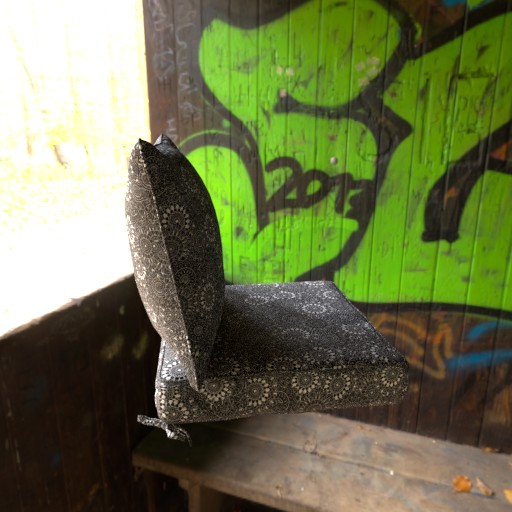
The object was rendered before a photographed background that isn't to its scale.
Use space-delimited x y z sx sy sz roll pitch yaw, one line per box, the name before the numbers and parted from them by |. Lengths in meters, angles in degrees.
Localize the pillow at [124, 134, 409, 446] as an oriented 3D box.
pillow | 0.000 0.000 1.363 0.740 0.722 0.798 -2 16 -8
